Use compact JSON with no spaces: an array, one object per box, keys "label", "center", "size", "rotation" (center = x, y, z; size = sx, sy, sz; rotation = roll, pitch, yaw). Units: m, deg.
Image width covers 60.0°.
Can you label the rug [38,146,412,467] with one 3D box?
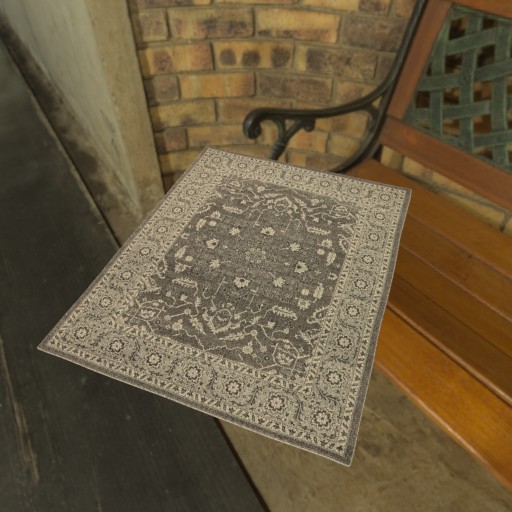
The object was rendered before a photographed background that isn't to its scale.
[{"label":"rug","center":[0.000,0.000,4.100],"size":[2.451,0.026,3.069],"rotation":[15,48,14]}]
